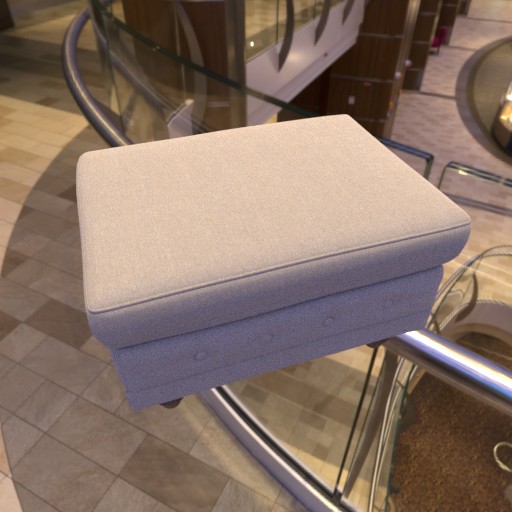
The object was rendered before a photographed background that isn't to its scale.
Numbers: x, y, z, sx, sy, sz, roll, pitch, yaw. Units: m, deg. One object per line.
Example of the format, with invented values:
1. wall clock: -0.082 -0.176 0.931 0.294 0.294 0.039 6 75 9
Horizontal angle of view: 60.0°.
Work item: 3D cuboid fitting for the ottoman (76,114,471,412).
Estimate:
1. ottoman: 0.000 0.000 1.124 0.771 0.500 0.569 -12 42 -14
